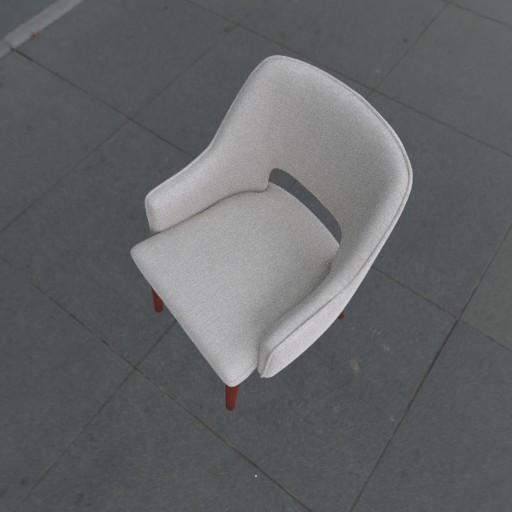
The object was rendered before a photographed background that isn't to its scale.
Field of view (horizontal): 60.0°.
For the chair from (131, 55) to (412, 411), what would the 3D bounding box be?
[{"bbox_3d":[0.000,0.000,1.218,0.580,0.840,0.560,-35,69,-16],"label":"chair"}]
